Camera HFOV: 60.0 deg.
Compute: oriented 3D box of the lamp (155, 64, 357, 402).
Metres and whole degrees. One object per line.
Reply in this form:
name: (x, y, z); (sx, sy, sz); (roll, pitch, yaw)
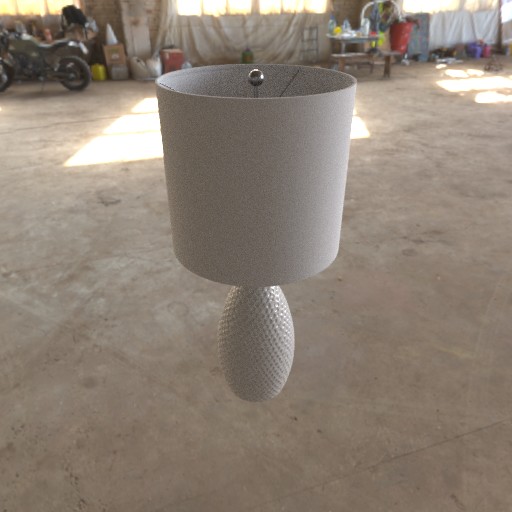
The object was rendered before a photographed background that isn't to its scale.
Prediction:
lamp: (0.000, 0.000, 0.595); (0.214, 0.466, 0.214); (1, 31, 1)
